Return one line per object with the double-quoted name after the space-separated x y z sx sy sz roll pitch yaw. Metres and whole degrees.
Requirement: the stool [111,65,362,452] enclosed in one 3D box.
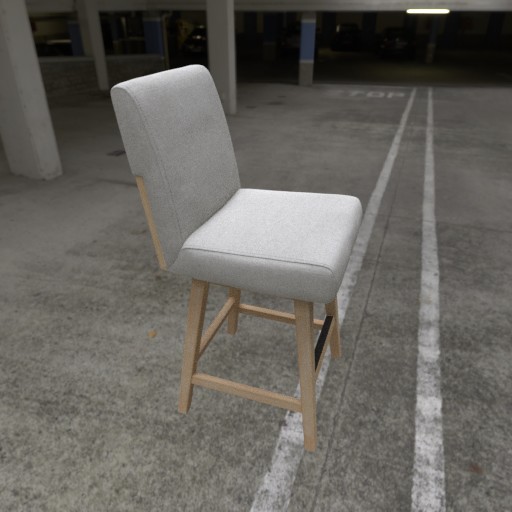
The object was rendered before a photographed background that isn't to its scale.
0.000 0.000 1.426 0.606 1.085 0.507 10 31 17 "stool"
